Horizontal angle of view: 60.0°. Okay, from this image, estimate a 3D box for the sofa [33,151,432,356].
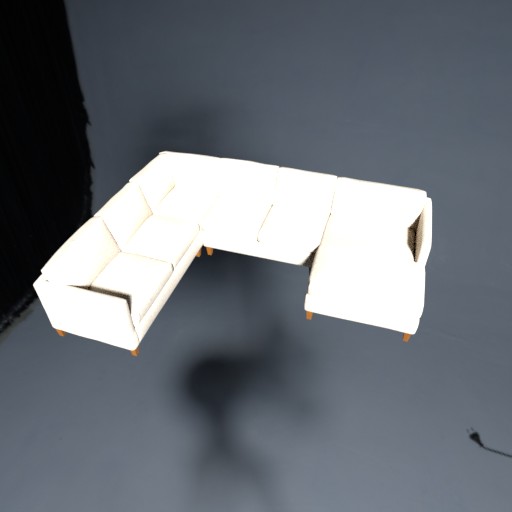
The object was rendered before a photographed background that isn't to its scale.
[{"bbox_3d":[0.000,0.000,4.686,3.460,0.961,2.594,11,41,13],"label":"sofa"}]
